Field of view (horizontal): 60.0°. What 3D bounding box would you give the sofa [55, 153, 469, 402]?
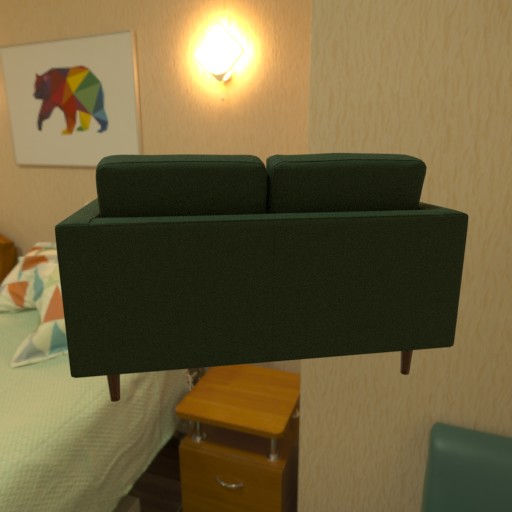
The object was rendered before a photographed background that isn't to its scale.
[{"bbox_3d":[0.000,0.000,1.970,1.430,0.899,0.879,-2,14,-10],"label":"sofa"}]
